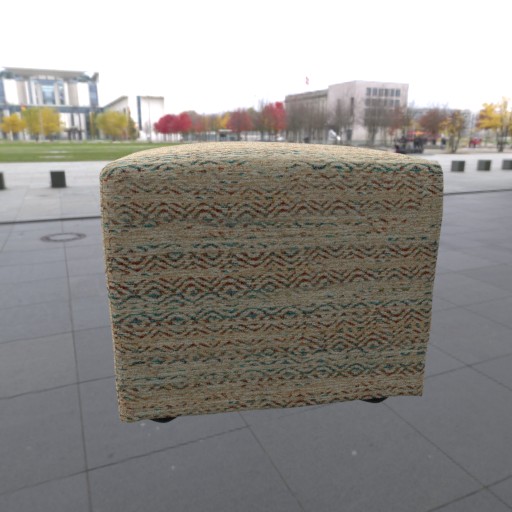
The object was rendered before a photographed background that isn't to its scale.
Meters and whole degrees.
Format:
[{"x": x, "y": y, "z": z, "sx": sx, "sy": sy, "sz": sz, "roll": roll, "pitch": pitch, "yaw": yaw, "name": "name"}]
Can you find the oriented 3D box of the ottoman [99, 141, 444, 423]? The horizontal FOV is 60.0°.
[{"x": 0.000, "y": 0.000, "z": 0.909, "sx": 0.512, "sy": 0.453, "sz": 0.521, "roll": -2, "pitch": 15, "yaw": -8, "name": "ottoman"}]
